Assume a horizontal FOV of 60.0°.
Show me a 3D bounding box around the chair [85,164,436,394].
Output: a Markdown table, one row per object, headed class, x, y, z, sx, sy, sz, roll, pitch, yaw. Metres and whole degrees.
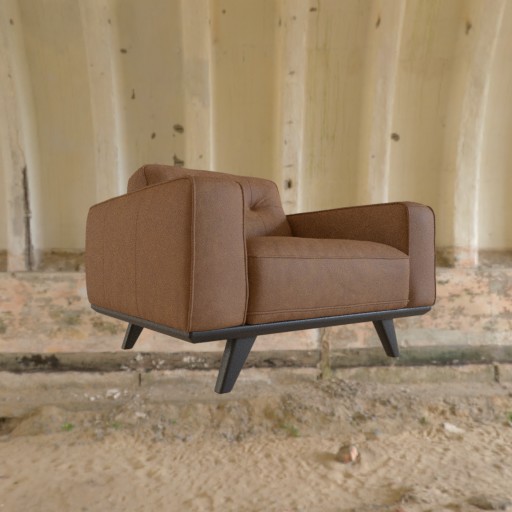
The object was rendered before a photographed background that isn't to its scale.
| class | x | y | z | sx | sy | sz | roll | pitch | yaw |
| --- | --- | --- | --- | --- | --- | --- | --- | --- | --- |
| chair | 0.000 | 0.000 | 1.787 | 1.118 | 0.782 | 0.952 | 0 | -1 | -36 |
